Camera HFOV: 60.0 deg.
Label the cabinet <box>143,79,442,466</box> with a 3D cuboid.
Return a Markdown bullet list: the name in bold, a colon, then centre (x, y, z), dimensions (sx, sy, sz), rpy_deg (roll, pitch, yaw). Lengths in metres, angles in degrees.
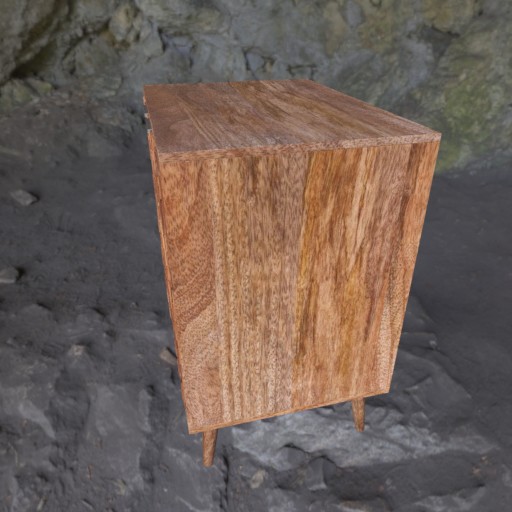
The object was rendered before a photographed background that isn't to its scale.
- **cabinet**: centre (0.000, 0.000, 1.146), dimensions (0.473, 0.758, 0.647), rpy_deg (-7, 30, -13)
